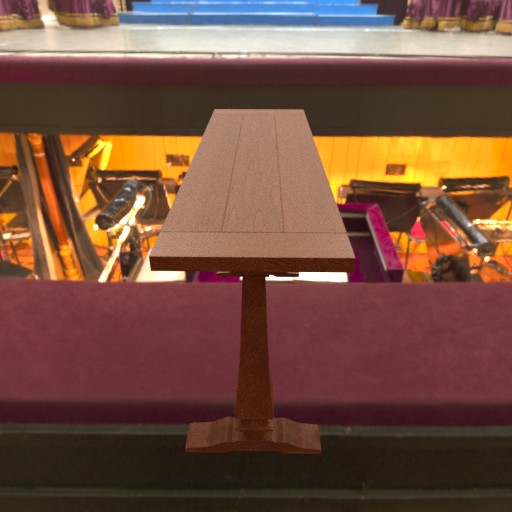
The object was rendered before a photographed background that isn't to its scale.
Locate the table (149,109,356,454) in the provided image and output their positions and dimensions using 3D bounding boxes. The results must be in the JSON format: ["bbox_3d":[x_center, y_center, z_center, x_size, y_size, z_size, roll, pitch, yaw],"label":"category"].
[{"bbox_3d":[0.000,0.000,1.810,0.461,0.852,1.478,0,30,1],"label":"table"}]
